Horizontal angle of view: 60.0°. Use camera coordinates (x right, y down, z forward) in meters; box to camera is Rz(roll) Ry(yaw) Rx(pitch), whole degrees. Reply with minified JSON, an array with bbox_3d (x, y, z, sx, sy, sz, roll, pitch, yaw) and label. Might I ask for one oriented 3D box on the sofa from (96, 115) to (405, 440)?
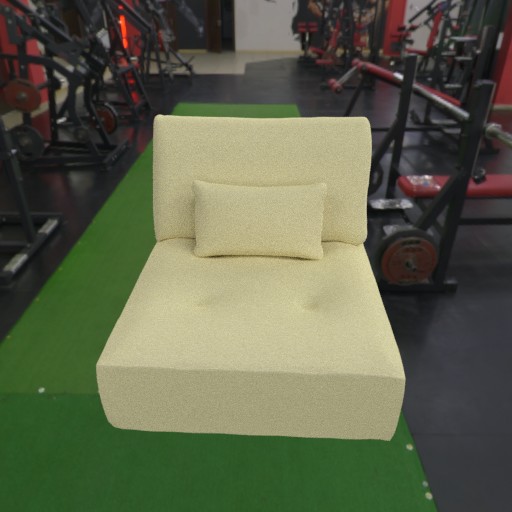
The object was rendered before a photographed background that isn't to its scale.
[{"bbox_3d":[0.000,0.000,1.666,0.930,0.820,1.000,1,31,2],"label":"sofa"}]
